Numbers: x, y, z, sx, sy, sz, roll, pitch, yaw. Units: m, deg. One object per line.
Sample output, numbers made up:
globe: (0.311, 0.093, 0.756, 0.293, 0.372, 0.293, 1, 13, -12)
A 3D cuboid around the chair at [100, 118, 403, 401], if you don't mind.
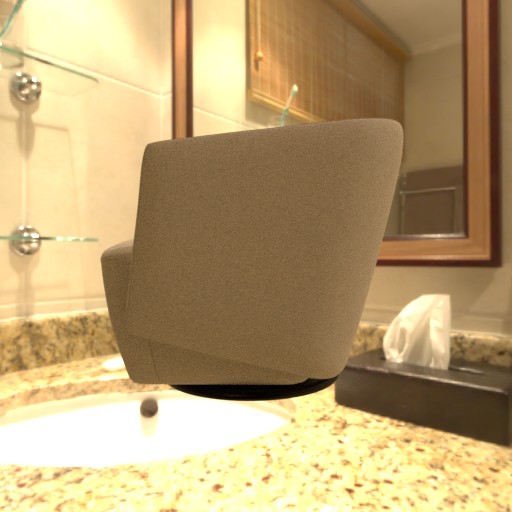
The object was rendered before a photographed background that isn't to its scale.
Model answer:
chair: (0.000, 0.000, 1.622, 0.986, 0.861, 0.822, 0, 0, 1)
